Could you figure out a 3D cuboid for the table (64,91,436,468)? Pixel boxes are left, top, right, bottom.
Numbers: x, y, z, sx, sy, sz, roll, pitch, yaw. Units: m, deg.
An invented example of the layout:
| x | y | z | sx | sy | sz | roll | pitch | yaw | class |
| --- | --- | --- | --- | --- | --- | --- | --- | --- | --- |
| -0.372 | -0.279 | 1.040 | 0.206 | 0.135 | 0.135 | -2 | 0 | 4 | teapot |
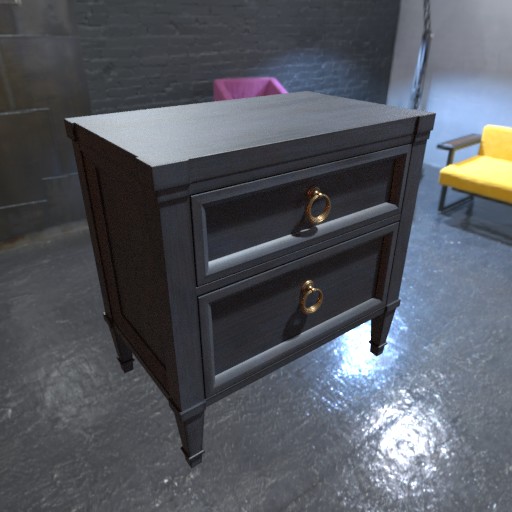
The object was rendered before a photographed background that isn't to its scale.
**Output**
| x | y | z | sx | sy | sz | roll | pitch | yaw | class |
| --- | --- | --- | --- | --- | --- | --- | --- | --- | --- |
| 0.000 | 0.000 | 1.076 | 0.660 | 0.660 | 0.413 | -19 | 34 | -32 | table |
